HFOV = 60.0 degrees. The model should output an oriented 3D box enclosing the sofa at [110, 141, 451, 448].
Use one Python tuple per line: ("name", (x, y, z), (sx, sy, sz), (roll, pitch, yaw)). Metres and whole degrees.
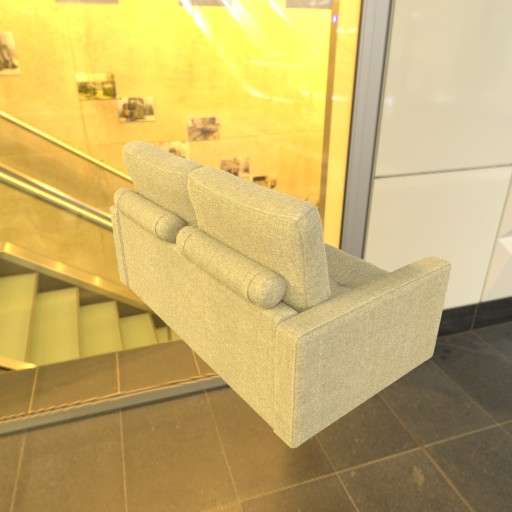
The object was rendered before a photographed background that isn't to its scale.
("sofa", (0.000, 0.000, 1.977), (0.842, 0.907, 1.407), (-18, 31, -33))
